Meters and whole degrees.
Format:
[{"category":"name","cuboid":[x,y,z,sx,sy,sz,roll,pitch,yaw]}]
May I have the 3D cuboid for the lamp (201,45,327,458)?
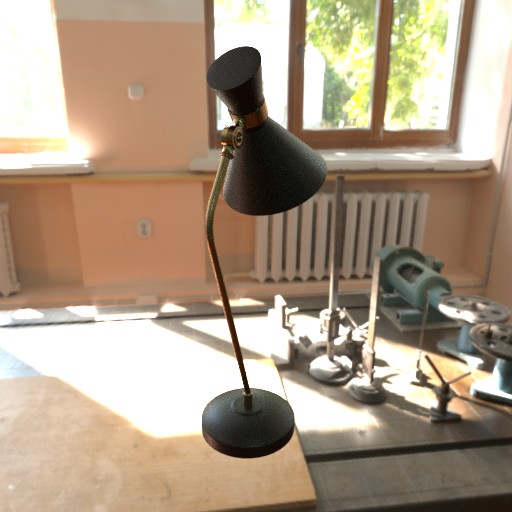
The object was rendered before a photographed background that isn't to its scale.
[{"category":"lamp","cuboid":[0.000,0.000,0.763,0.189,0.647,0.292,9,19,26]}]
